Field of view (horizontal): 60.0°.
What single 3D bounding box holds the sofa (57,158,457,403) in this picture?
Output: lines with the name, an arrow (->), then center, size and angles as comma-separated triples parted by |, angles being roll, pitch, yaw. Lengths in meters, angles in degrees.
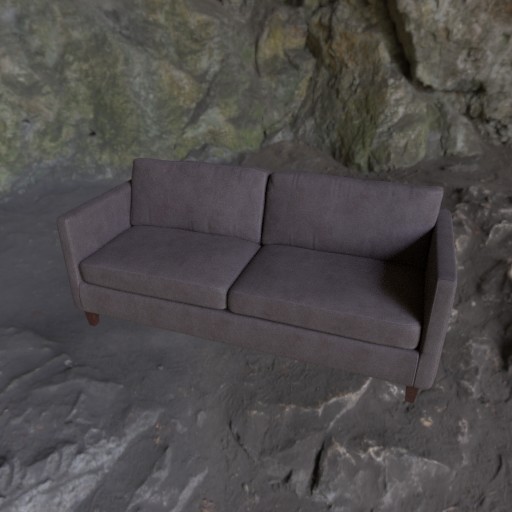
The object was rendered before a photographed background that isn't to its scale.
sofa -> 0.000, 0.000, 2.756 | 2.208, 0.965, 0.951 | 9, 29, 17
